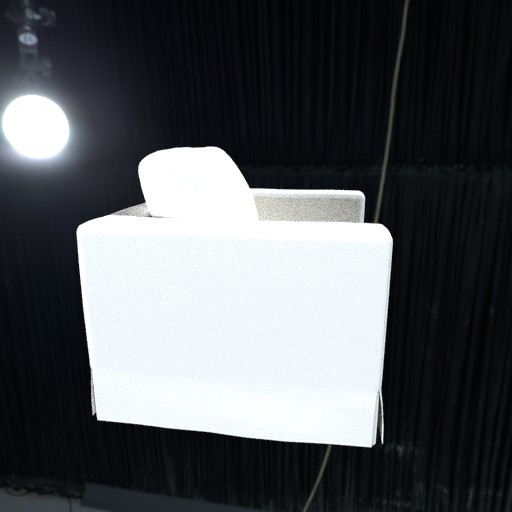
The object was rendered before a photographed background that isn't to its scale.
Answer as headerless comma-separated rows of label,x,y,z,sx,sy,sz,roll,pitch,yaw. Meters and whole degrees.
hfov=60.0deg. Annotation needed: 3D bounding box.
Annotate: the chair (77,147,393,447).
chair,0.000,0.000,1.839,0.957,0.878,1.150,2,15,9
